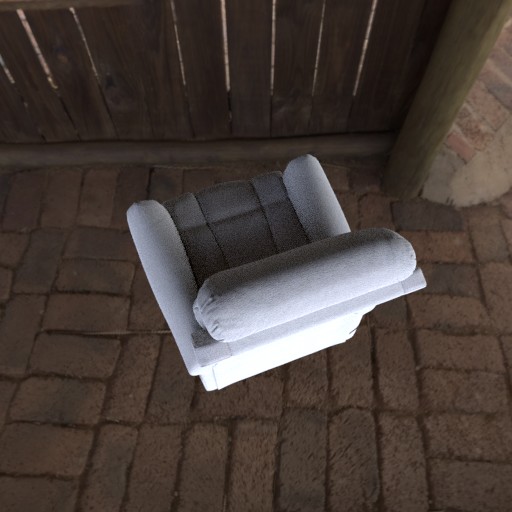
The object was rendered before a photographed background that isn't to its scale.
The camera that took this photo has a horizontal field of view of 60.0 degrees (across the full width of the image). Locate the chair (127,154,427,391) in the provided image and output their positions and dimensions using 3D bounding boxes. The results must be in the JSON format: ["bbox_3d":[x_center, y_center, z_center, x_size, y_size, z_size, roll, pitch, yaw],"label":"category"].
[{"bbox_3d":[0.000,0.000,1.747,0.871,1.031,0.979,-18,59,-11],"label":"chair"}]
